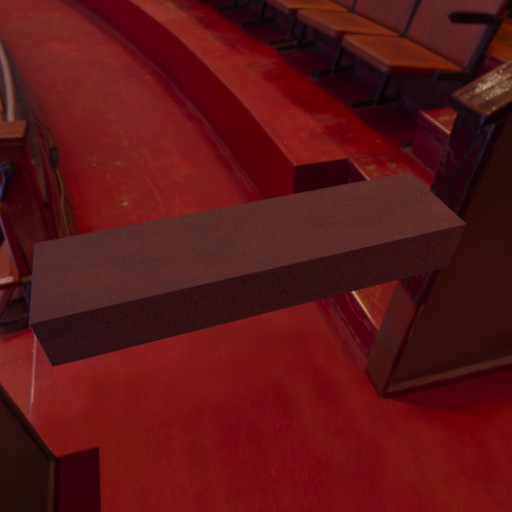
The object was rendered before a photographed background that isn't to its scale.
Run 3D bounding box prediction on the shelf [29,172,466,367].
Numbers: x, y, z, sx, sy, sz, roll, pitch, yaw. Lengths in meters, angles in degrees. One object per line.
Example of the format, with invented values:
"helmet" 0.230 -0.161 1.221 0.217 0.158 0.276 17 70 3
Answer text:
"shelf" 0.000 0.000 0.670 0.607 0.088 0.152 -12 44 -13
